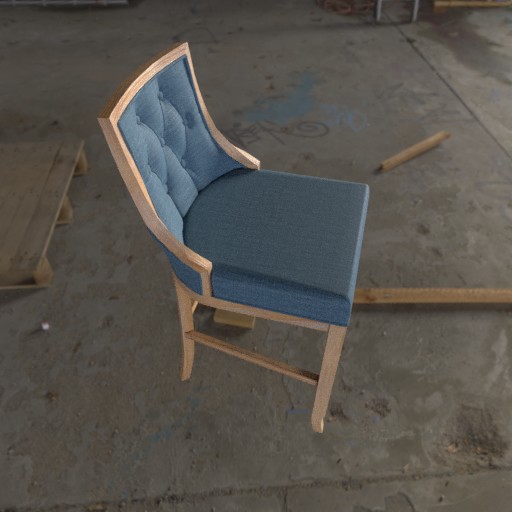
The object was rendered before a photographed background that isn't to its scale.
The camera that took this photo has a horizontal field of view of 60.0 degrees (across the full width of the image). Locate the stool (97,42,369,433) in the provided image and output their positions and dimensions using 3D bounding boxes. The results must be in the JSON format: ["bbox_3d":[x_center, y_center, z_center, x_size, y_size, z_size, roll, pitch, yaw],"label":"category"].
[{"bbox_3d":[0.000,0.000,1.404,0.626,1.101,0.524,11,46,11],"label":"stool"}]
